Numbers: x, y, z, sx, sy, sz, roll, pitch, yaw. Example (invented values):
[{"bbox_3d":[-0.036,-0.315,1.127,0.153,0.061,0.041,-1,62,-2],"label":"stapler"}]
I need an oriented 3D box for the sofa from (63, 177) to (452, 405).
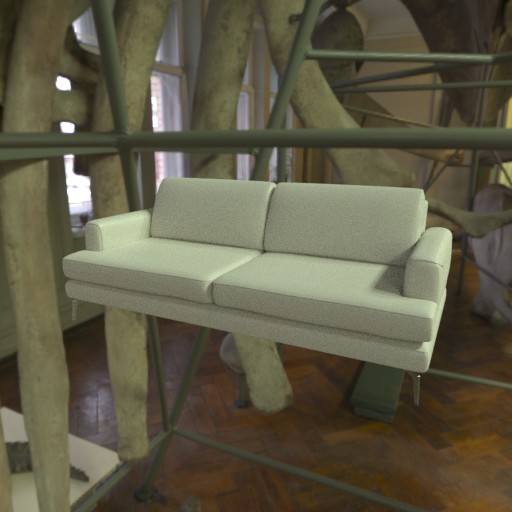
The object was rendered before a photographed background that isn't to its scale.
[{"bbox_3d":[0.000,0.000,2.438,1.940,0.765,0.974,7,16,26],"label":"sofa"}]
